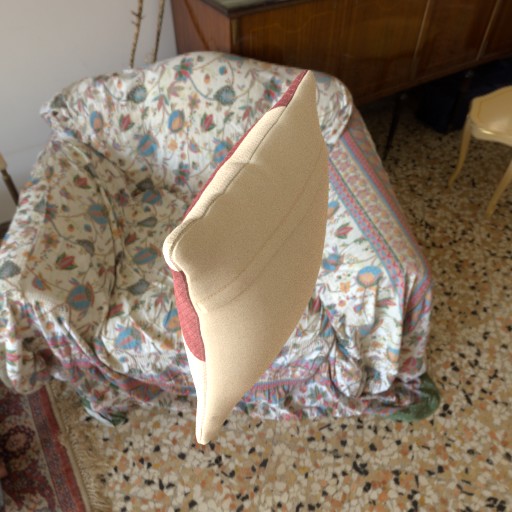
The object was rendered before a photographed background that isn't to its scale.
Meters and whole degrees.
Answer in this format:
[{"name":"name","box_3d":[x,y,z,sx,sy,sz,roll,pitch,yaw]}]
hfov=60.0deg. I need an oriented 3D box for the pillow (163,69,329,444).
[{"name":"pillow","box_3d":[0.000,0.000,0.814,0.229,0.506,0.536,16,48,15]}]
